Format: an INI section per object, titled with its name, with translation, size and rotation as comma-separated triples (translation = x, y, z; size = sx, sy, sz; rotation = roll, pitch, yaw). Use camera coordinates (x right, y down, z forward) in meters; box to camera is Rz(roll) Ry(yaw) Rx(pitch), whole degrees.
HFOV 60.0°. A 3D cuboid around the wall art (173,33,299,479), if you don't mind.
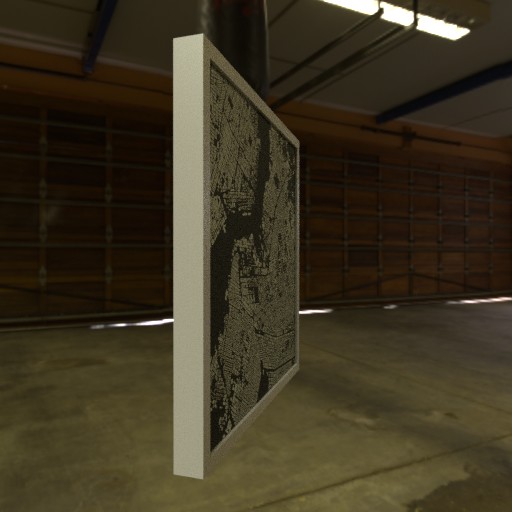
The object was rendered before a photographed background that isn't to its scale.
[wall art]
translation = 0.000, 0.000, 0.749
size = 0.038, 0.506, 0.506
rotation = 0, 0, 18
